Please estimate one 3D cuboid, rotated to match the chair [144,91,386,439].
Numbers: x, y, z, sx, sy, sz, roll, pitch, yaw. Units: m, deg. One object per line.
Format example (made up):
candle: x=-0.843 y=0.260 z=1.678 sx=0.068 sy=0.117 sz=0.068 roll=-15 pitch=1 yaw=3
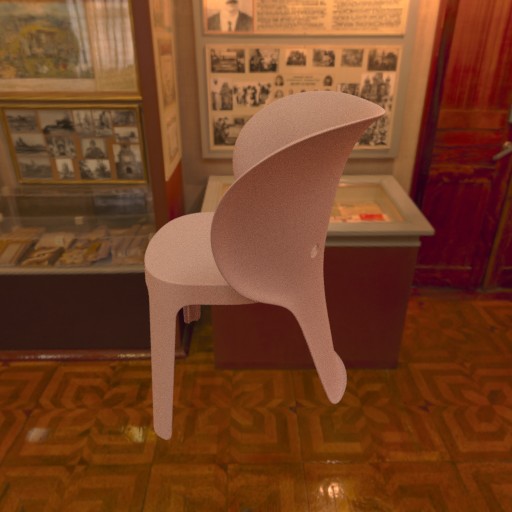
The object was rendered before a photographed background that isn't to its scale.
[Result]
chair: x=0.000 y=0.000 z=0.837 sx=0.402 sy=0.554 sz=0.451 roll=1 pitch=26 yaw=1
